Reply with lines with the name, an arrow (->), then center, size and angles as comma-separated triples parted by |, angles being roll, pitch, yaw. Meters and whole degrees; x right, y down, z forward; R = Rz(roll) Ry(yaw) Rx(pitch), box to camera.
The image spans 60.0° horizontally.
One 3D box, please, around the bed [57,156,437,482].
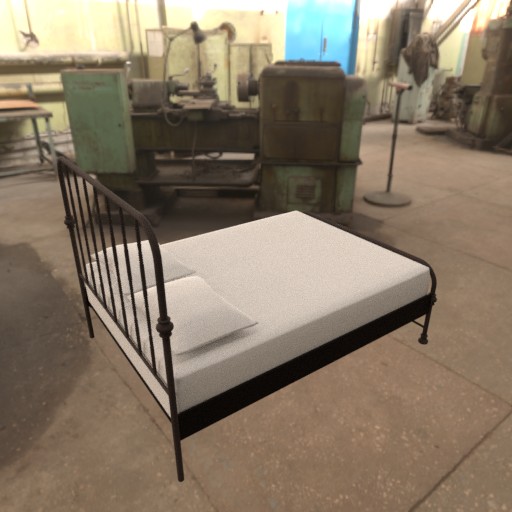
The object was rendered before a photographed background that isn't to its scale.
bed -> 0.000, 0.000, 3.132 | 2.134, 1.446, 1.616 | -17, 30, -31
